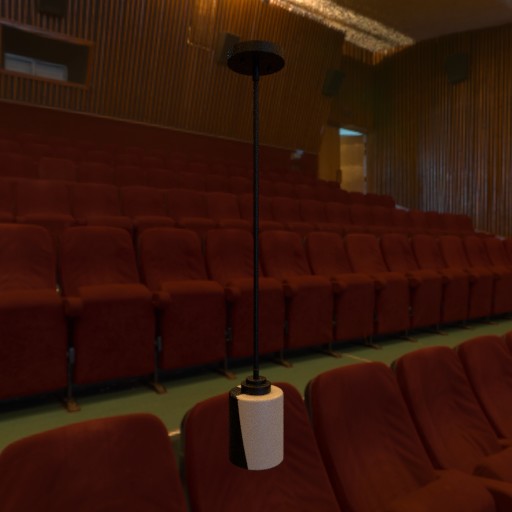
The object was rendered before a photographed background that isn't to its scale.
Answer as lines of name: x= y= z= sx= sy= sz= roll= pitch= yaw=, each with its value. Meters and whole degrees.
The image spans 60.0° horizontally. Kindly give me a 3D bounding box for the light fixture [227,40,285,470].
light fixture: x=0.000 y=0.000 z=0.950 sx=0.123 sy=0.863 sz=0.123 roll=0 pitch=0 yaw=-36
